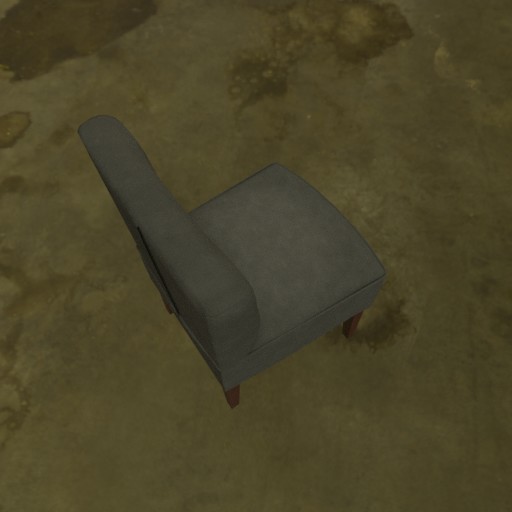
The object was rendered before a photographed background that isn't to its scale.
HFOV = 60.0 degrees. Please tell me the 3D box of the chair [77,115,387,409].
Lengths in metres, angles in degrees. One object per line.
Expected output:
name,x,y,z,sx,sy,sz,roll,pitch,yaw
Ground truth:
chair,0.000,0.000,1.188,0.554,0.806,0.521,-31,62,-18
